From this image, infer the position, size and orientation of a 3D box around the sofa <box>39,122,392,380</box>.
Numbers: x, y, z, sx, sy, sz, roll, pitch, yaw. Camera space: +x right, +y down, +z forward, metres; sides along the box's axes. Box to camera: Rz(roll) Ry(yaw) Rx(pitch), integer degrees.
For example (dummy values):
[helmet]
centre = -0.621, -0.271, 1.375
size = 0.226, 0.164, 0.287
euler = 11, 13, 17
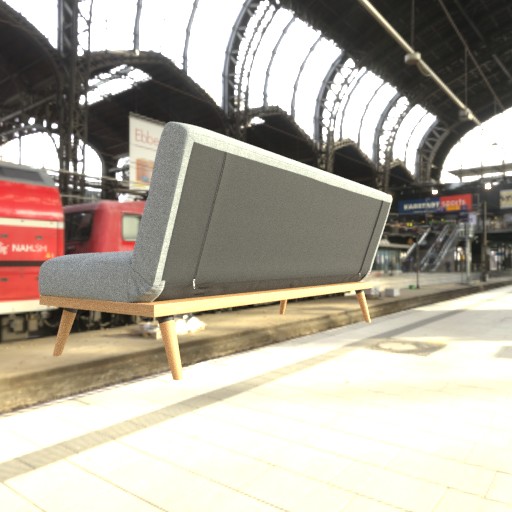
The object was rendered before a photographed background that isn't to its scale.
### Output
[sofa]
centre = 0.000, 0.000, 2.223
size = 0.800, 0.800, 1.820
euler = 0, -1, 36
